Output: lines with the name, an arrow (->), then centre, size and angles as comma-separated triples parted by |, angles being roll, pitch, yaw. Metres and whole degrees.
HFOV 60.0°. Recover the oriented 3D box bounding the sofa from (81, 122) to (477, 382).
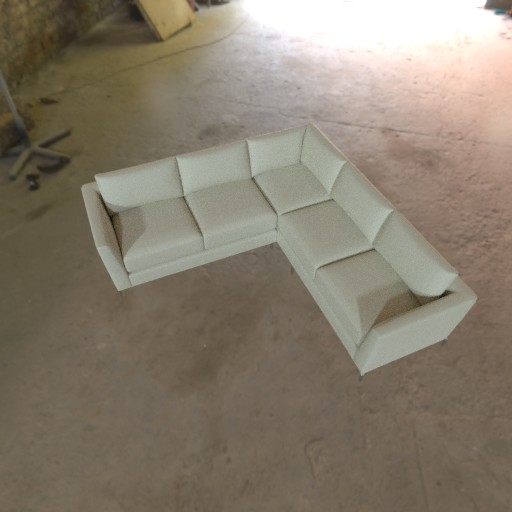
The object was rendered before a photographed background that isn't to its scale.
sofa -> 0.000, 0.000, 3.769 | 2.430, 0.867, 2.448 | -18, 50, -15
